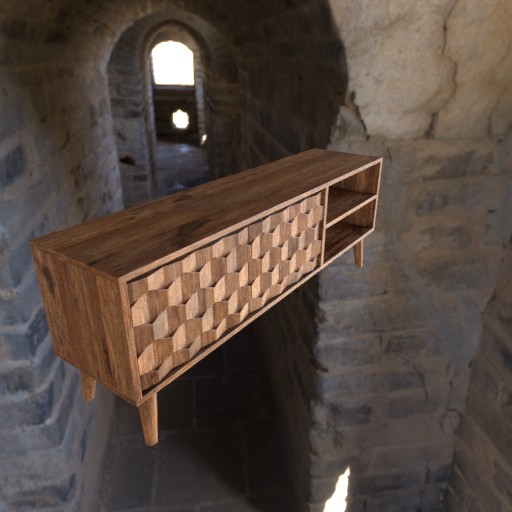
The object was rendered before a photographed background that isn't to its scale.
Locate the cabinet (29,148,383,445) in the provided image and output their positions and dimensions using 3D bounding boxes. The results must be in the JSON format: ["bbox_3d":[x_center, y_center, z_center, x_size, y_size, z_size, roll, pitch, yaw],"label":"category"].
[{"bbox_3d":[0.000,0.000,1.655,0.349,0.528,1.448,17,30,32],"label":"cabinet"}]
